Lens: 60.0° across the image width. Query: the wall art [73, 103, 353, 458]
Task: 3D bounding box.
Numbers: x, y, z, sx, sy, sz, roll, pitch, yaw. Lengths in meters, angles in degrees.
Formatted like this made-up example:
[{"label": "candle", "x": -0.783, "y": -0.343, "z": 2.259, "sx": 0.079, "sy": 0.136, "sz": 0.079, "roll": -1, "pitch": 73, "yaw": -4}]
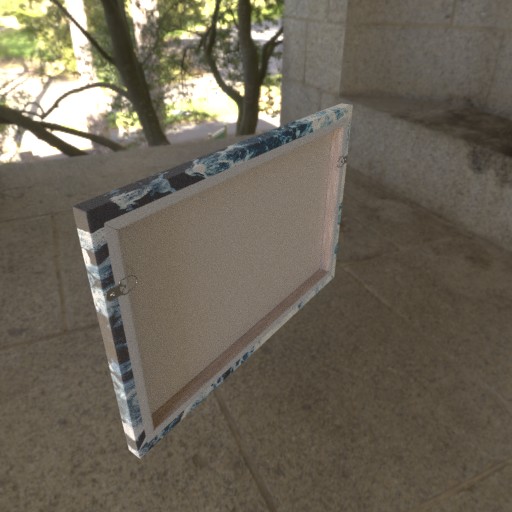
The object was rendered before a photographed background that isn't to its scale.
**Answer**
[{"label": "wall art", "x": 0.000, "y": 0.000, "z": 1.157, "sx": 0.042, "sy": 0.610, "sz": 0.915, "roll": 21, "pitch": 37, "yaw": 31}]
